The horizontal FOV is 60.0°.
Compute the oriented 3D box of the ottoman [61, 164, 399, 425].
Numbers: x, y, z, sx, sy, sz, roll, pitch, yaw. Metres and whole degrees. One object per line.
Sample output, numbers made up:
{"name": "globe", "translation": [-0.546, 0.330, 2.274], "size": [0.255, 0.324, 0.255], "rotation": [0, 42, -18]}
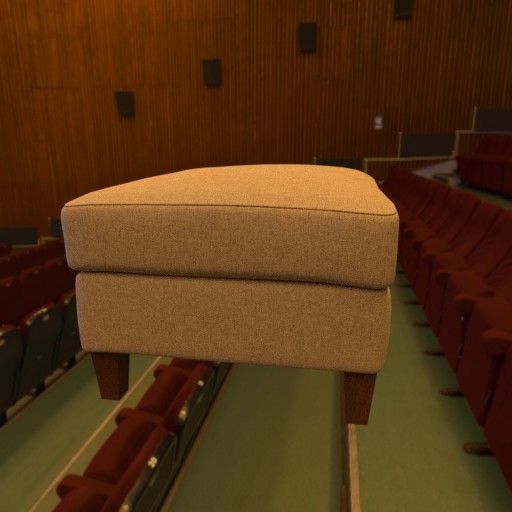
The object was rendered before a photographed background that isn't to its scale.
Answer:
{"name": "ottoman", "translation": [0.000, 0.000, 1.291], "size": [0.677, 0.519, 0.898], "rotation": [2, 15, 9]}
